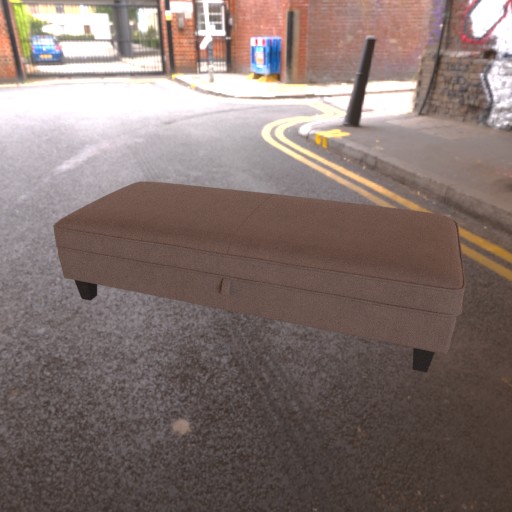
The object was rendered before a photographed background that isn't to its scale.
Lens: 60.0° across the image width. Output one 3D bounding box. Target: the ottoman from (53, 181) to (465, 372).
[{"bbox_3d":[0.000,0.000,2.110,1.764,0.470,0.751,9,27,18],"label":"ottoman"}]
